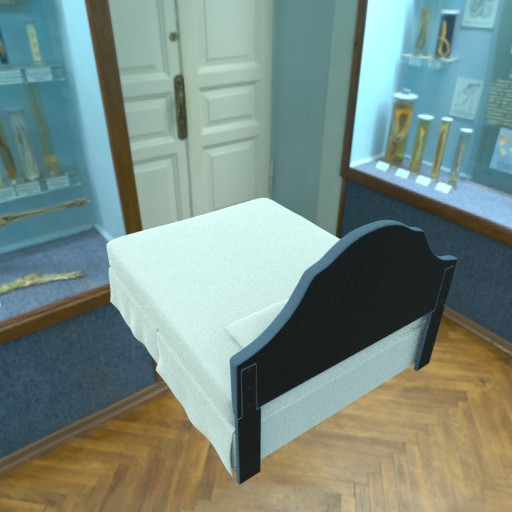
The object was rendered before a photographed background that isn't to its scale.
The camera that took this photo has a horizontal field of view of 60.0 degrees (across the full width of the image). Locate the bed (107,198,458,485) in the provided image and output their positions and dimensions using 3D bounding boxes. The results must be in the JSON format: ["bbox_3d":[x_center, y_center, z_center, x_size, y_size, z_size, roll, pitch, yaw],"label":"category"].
[{"bbox_3d":[0.000,0.000,3.833,2.039,1.617,2.477,-19,36,-29],"label":"bed"}]
